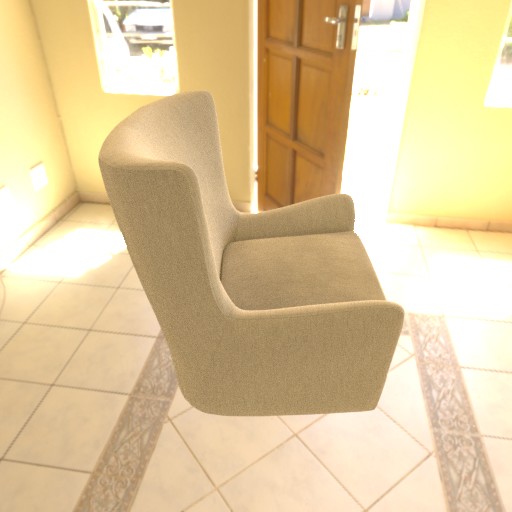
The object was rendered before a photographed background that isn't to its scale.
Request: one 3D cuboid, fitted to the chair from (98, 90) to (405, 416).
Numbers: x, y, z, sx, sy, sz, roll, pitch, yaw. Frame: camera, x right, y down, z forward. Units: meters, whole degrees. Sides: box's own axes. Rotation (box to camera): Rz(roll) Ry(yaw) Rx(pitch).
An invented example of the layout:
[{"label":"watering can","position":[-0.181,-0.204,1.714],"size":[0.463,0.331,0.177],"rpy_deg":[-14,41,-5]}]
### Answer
[{"label":"chair","position":[0.000,0.000,1.617],"size":[0.904,1.000,0.779],"rpy_deg":[-1,33,-1]}]
